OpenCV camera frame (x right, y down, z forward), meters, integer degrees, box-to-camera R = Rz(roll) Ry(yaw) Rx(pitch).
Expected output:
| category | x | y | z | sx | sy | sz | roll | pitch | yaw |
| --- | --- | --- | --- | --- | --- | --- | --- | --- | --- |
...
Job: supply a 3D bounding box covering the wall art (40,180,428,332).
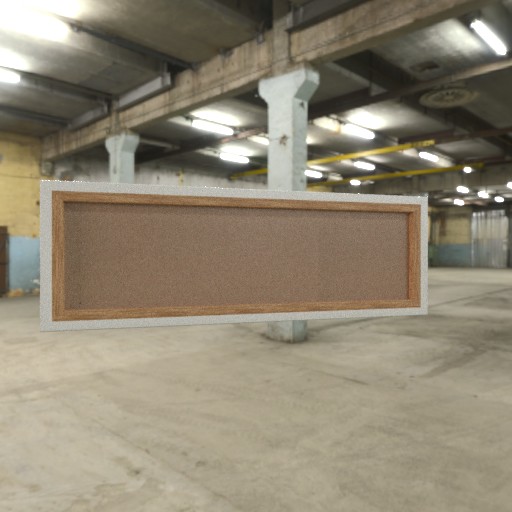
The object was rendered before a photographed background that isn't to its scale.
| category | x | y | z | sx | sy | sz | roll | pitch | yaw |
| --- | --- | --- | --- | --- | --- | --- | --- | --- | --- |
| wall art | 0.000 | 0.000 | 0.868 | 0.766 | 0.256 | 0.036 | 0 | 0 | -16 |
